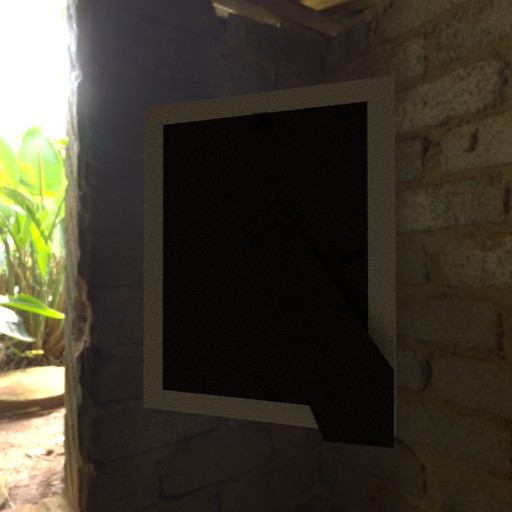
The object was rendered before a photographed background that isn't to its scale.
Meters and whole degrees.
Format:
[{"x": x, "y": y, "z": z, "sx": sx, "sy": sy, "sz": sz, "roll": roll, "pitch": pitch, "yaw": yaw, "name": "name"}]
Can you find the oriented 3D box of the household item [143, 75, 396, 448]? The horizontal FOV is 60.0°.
[{"x": 0.000, "y": 0.000, "z": 0.335, "sx": 0.200, "sy": 0.250, "sz": 0.045, "roll": 0, "pitch": -1, "yaw": 19, "name": "household item"}]
